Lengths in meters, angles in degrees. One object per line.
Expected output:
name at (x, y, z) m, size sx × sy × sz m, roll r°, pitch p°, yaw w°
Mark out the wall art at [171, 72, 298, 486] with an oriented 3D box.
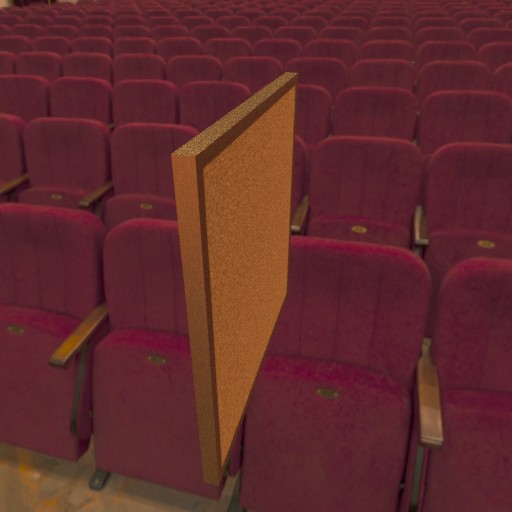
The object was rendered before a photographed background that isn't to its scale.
wall art at (0.000, 0.000, 1.129) m, size 0.036 × 0.765 × 0.767 m, roll 8°, pitch 32°, yaw 13°
